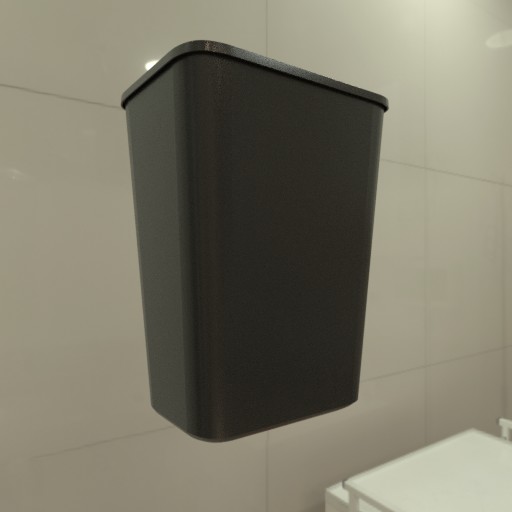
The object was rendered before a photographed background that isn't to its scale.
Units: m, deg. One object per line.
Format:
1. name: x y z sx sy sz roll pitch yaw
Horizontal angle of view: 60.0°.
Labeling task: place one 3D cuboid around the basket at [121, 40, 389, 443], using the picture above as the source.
1. basket: 0.000 0.000 0.745 0.394 0.521 0.287 0 0 -36
